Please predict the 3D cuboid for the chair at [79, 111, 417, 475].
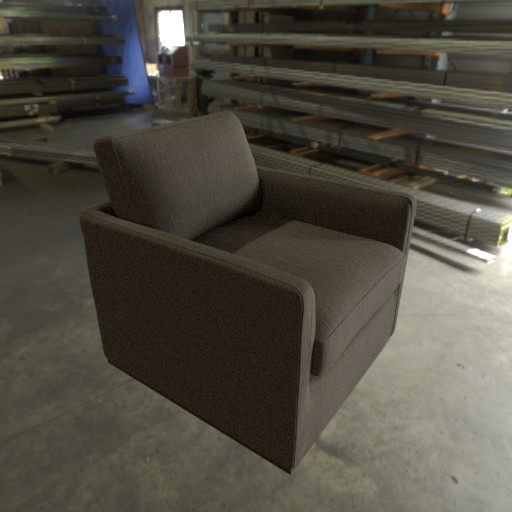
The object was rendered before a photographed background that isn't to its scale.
[{"bbox_3d":[0.000,0.000,1.483,0.834,0.811,0.763,18,32,32],"label":"chair"}]
